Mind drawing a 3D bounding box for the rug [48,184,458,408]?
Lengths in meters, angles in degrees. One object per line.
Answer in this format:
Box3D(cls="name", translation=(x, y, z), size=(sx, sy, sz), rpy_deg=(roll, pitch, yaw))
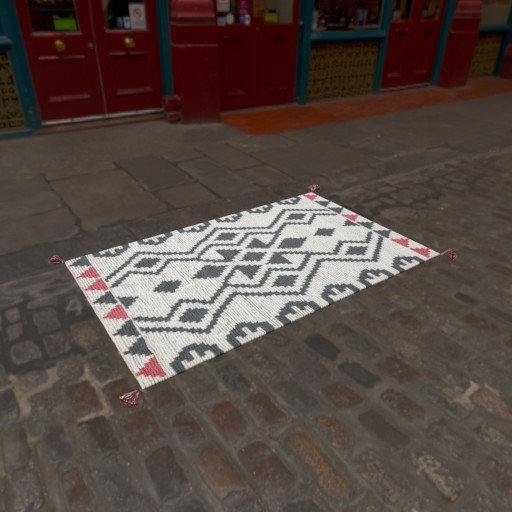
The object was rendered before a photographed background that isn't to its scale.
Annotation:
Box3D(cls="rug", translation=(0.000, 0.000, 3.363), size=(2.672, 0.066, 1.741), rpy_deg=(-19, 35, -29))
